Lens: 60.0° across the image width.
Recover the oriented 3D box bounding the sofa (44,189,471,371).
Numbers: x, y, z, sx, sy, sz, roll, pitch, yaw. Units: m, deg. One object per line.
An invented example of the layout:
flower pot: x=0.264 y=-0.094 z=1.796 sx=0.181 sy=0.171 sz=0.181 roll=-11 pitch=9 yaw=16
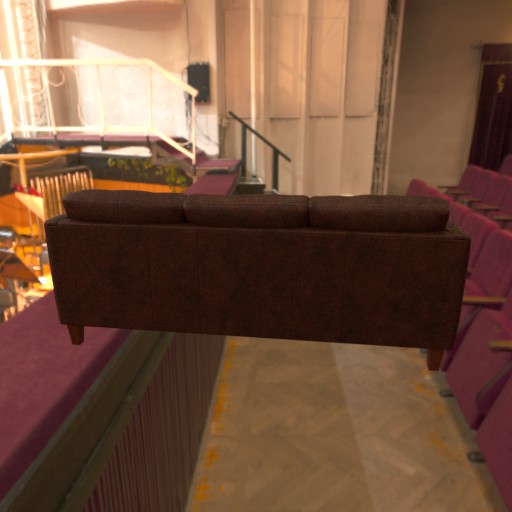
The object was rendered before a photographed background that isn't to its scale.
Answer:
sofa: x=0.000 y=0.000 z=3.066 sx=2.464 sy=1.006 sz=1.045 roll=2 pitch=17 yaw=8
